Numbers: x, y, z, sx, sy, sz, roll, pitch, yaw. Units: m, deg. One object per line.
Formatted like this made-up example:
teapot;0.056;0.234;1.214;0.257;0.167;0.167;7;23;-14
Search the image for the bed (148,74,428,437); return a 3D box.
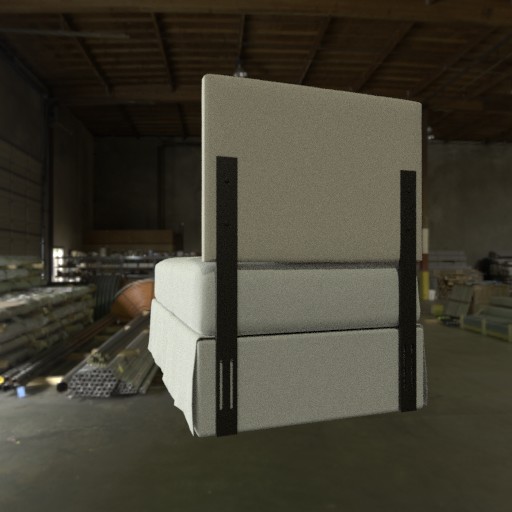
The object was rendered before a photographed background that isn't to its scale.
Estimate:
bed;0.000;0.000;3.004;1.261;1.571;1.997;0;0;-19
